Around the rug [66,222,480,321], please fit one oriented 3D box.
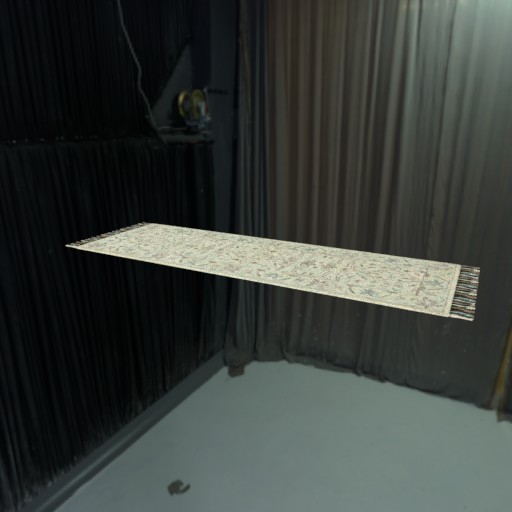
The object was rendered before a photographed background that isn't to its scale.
[{"bbox_3d":[0.000,0.000,2.704,2.440,0.013,0.769,9,19,26],"label":"rug"}]
